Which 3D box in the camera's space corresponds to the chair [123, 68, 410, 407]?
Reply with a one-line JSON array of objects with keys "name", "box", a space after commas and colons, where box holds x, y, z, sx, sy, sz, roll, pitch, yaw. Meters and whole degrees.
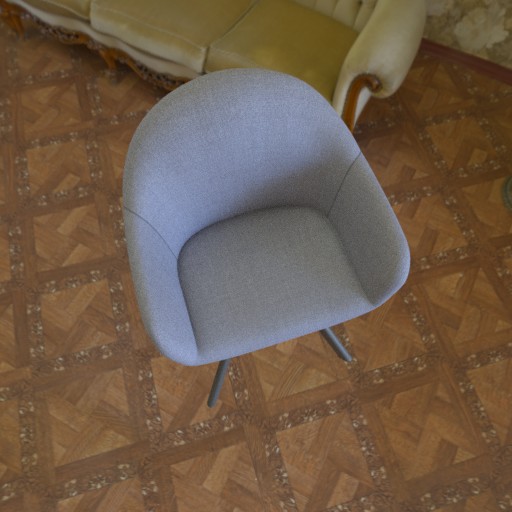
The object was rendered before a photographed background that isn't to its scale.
[{"name": "chair", "box": [0.000, 0.000, 1.189, 0.590, 0.795, 0.550, -16, 64, -8]}]
